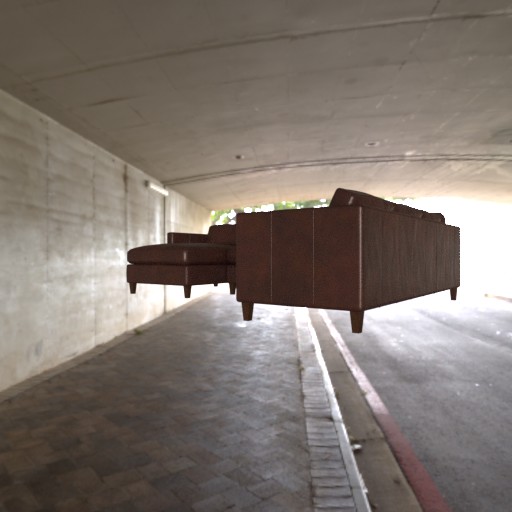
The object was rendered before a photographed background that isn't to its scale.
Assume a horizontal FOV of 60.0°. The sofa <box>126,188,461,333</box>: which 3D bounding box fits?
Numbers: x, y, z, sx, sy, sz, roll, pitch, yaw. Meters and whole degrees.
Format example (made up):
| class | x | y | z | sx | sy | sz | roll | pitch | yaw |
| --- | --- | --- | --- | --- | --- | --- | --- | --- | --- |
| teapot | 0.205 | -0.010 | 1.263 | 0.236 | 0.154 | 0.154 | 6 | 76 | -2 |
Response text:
| class | x | y | z | sx | sy | sz | roll | pitch | yaw |
| --- | --- | --- | --- | --- | --- | --- | --- | --- | --- |
| sofa | 0.000 | 0.000 | 4.474 | 3.324 | 0.891 | 2.452 | 0 | 0 | 37 |
